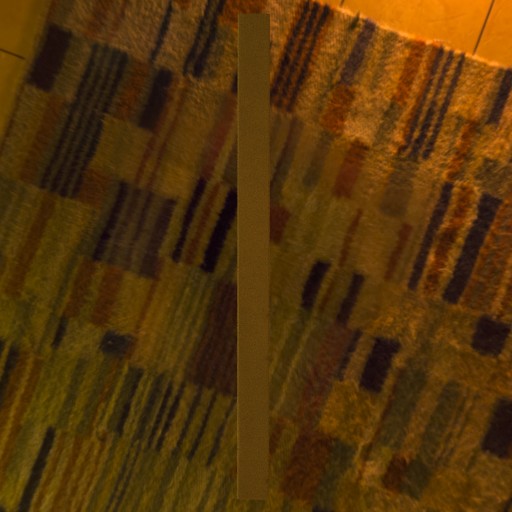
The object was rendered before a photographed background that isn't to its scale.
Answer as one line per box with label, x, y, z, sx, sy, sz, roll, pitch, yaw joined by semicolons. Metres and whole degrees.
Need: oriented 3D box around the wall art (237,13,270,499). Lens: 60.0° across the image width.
wall art;0.000;0.000;0.756;0.041;0.407;0.606;0;91;1
